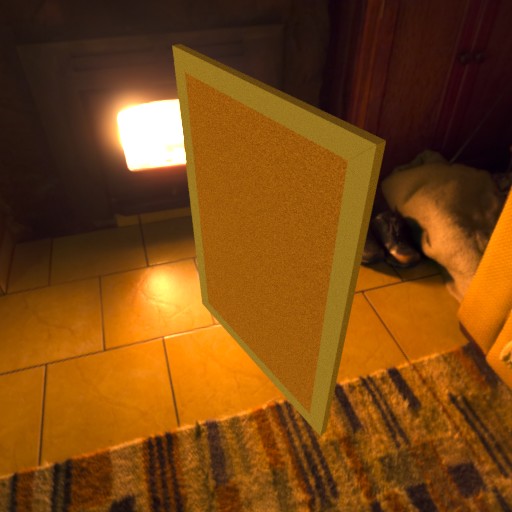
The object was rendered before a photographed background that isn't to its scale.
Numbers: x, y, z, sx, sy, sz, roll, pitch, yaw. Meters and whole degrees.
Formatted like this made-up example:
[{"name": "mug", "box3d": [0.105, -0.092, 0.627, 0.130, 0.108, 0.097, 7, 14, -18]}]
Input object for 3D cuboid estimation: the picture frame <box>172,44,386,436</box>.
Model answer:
[{"name": "picture frame", "box3d": [0.000, 0.000, 0.594, 0.011, 0.459, 0.326, -26, 47, -27]}]
